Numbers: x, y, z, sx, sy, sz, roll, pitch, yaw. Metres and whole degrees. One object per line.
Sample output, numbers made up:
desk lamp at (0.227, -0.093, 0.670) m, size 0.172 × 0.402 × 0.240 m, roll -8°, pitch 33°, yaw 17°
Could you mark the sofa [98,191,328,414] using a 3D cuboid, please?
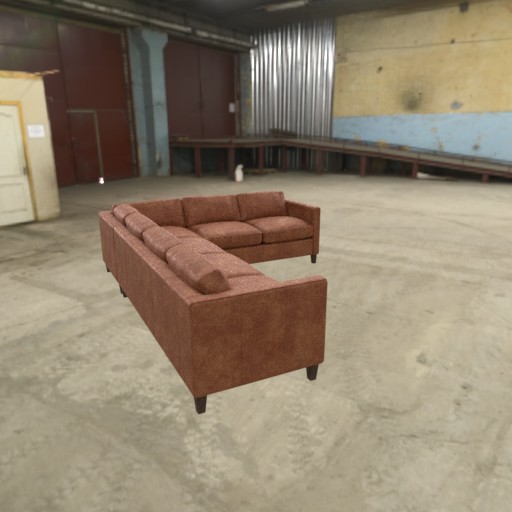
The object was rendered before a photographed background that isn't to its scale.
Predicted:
sofa at (0.000, 0.000, 4.293) m, size 2.438 × 0.838 × 3.167 m, roll -8°, pitch 18°, yaw -26°
